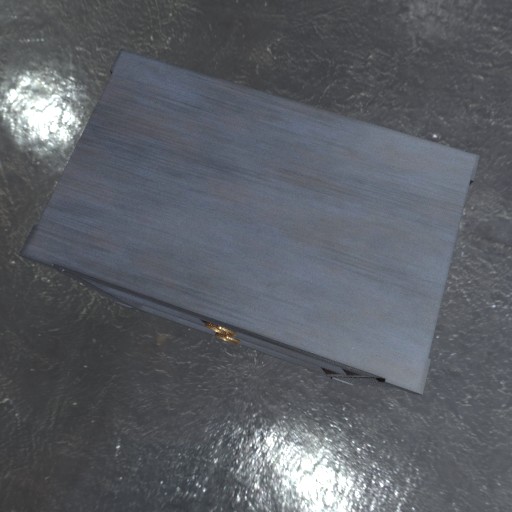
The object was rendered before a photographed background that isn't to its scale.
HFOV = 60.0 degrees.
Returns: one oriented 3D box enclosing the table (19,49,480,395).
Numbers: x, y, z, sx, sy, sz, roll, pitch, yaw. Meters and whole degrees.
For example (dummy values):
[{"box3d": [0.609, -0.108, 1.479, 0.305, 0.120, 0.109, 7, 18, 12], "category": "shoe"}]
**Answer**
[{"box3d": [0.000, 0.000, 1.045, 0.660, 0.660, 0.413, 18, 76, 5], "category": "table"}]
